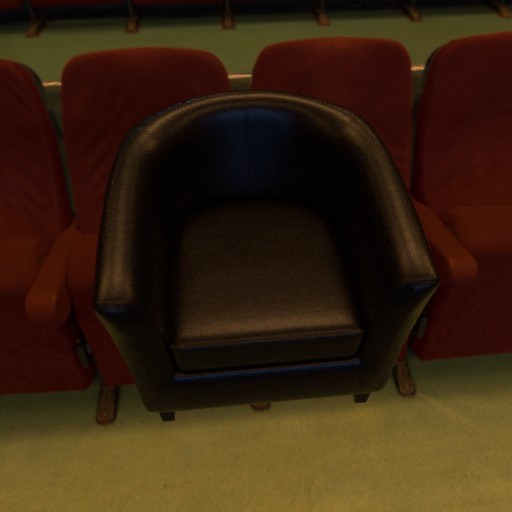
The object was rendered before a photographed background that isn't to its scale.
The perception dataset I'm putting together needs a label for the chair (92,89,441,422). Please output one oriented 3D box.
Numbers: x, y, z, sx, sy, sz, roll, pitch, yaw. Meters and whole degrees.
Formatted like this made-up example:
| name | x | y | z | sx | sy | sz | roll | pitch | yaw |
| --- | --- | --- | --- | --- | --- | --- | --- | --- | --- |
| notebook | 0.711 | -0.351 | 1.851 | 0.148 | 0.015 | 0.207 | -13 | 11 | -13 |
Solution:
| name | x | y | z | sx | sy | sz | roll | pitch | yaw |
| --- | --- | --- | --- | --- | --- | --- | --- | --- | --- |
| chair | 0.000 | 0.000 | 1.378 | 0.793 | 0.756 | 0.727 | -4 | 46 | -4 |
